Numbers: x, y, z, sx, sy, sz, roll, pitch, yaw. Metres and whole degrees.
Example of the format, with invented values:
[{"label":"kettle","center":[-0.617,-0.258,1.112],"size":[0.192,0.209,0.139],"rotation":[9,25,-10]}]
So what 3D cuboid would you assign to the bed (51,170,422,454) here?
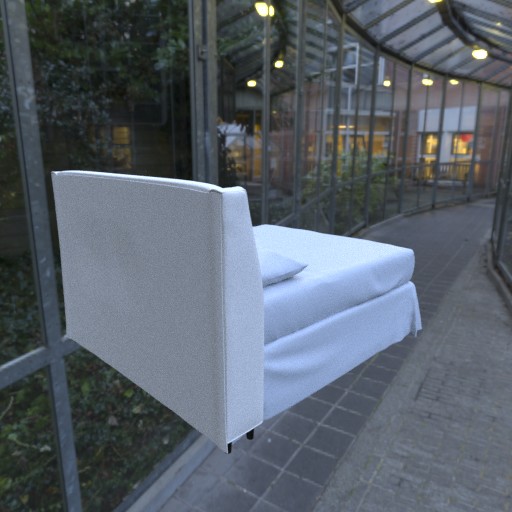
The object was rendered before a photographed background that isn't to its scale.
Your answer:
[{"label":"bed","center":[0.000,0.000,3.418],"size":[2.276,1.332,1.925],"rotation":[-13,19,-43]}]
